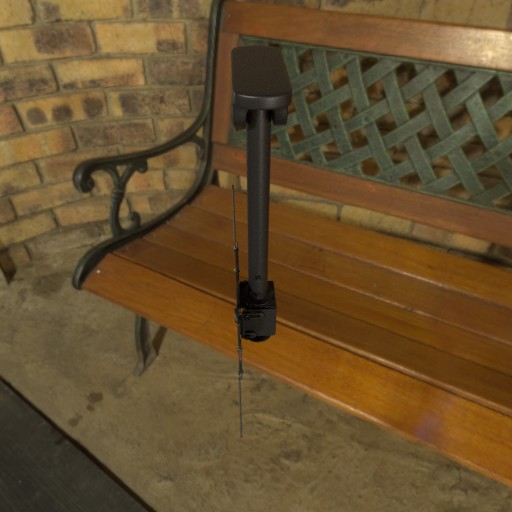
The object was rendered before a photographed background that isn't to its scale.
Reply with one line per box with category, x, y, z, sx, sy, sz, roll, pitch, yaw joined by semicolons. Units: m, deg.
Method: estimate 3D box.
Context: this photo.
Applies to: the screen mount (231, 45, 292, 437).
screen mount;0.000;0.000;0.882;0.090;0.729;0.393;-2;42;-2
